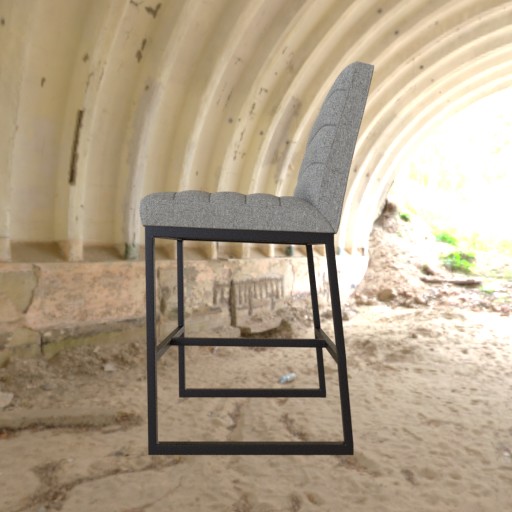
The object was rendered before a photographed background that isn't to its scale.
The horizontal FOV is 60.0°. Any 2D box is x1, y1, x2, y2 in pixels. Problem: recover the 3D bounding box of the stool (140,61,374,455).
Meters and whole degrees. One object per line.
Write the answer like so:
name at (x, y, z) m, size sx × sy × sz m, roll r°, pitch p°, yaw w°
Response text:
stool at (0.000, 0.000, 1.264) m, size 0.560 × 0.940 × 0.460 m, roll 0°, pitch 0°, yaw 0°
